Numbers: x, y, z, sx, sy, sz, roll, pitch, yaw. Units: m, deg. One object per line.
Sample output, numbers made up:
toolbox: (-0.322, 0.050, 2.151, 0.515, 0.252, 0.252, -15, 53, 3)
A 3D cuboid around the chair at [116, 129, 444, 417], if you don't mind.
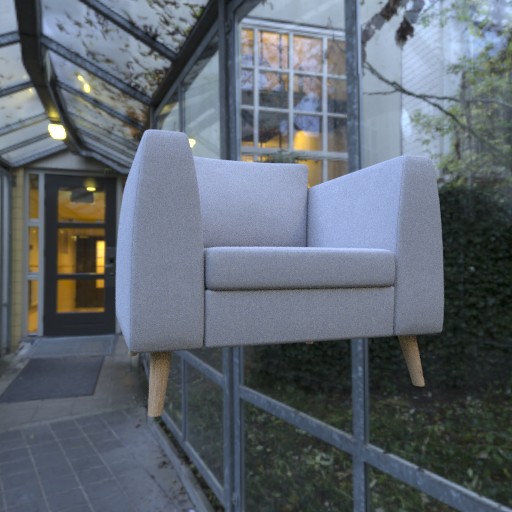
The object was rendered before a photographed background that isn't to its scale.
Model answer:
chair: (0.000, 0.000, 1.705, 1.000, 0.860, 0.930, 0, -1, -20)
